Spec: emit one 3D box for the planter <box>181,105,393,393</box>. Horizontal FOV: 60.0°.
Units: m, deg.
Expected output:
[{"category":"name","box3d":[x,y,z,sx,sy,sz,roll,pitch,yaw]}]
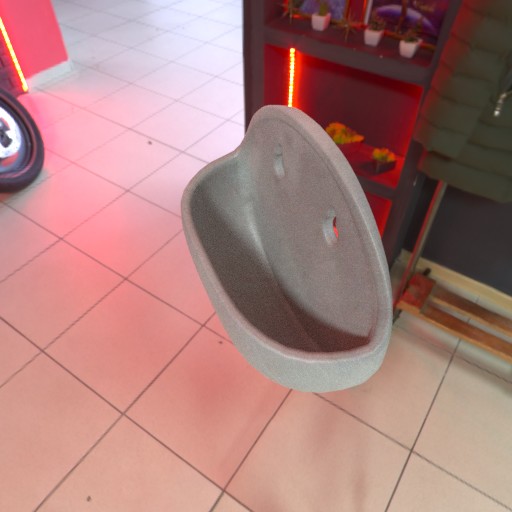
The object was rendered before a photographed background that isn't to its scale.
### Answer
[{"category":"planter","box3d":[0.000,0.000,0.276,0.073,0.164,0.190,-17,49,-16]}]
